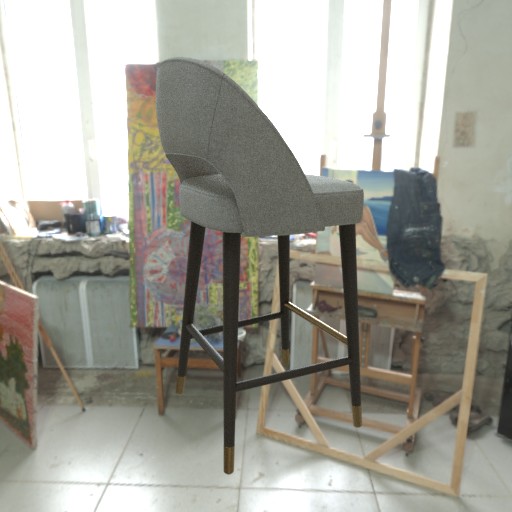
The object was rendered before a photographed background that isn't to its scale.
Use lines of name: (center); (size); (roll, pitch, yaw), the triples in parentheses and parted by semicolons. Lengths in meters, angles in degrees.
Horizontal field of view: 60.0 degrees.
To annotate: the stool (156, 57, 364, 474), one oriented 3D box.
stool: (0.000, 0.000, 1.308); (0.509, 1.037, 0.494); (-7, 17, -26)
